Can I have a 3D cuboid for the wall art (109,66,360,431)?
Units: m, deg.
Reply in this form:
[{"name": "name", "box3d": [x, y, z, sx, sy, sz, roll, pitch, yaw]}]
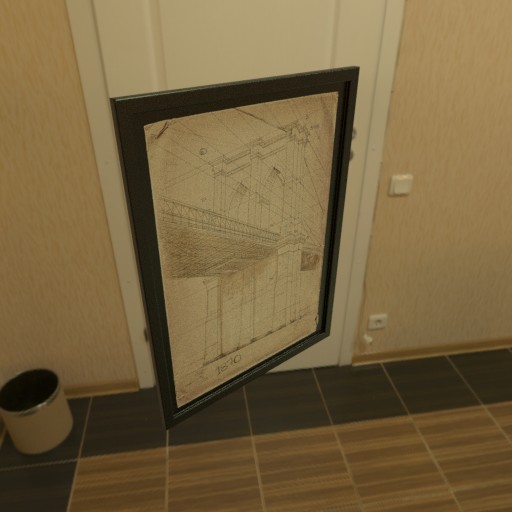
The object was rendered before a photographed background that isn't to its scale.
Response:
[{"name": "wall art", "box3d": [0.000, 0.000, 0.877, 0.480, 0.657, 0.016, -22, 37, -32]}]
